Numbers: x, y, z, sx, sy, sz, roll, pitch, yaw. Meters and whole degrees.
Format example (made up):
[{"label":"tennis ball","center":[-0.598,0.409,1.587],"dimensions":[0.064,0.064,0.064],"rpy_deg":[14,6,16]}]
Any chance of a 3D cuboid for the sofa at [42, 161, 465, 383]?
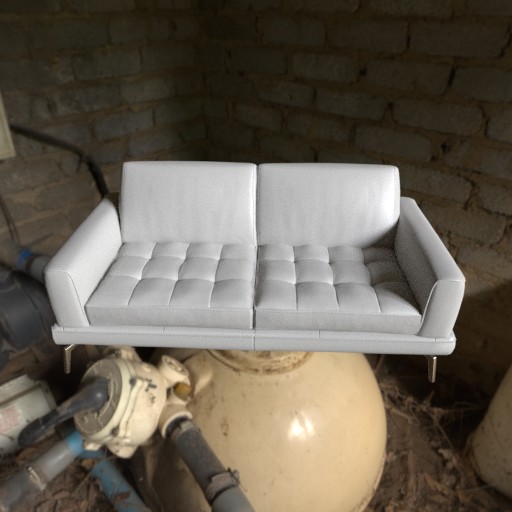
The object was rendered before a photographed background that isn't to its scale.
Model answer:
[{"label":"sofa","center":[0.000,0.000,2.690],"dimensions":[2.177,0.930,1.121],"rpy_deg":[1,30,2]}]
